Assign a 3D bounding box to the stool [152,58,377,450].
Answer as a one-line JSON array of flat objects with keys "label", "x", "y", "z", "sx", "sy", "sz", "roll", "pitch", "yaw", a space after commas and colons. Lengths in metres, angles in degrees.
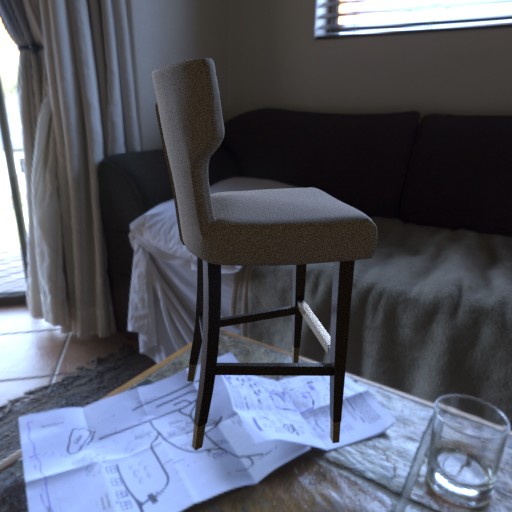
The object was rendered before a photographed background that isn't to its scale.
[{"label": "stool", "x": 0.000, "y": 0.000, "z": 1.392, "sx": 0.563, "sy": 1.092, "sz": 0.526, "roll": -3, "pitch": 19, "yaw": -10}]
